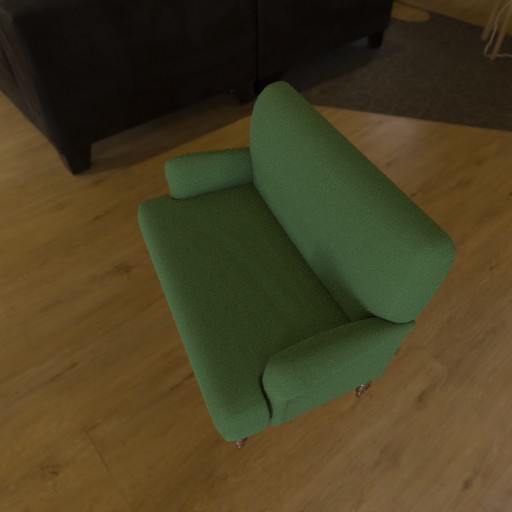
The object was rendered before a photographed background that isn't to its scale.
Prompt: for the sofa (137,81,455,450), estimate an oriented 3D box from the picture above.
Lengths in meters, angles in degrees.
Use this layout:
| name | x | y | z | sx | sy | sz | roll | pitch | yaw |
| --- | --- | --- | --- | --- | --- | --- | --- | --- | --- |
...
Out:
| name | x | y | z | sx | sy | sz | roll | pitch | yaw |
| --- | --- | --- | --- | --- | --- | --- | --- | --- | --- |
| sofa | 0.000 | 0.000 | 1.837 | 0.779 | 0.889 | 1.297 | -18 | 49 | -16 |
